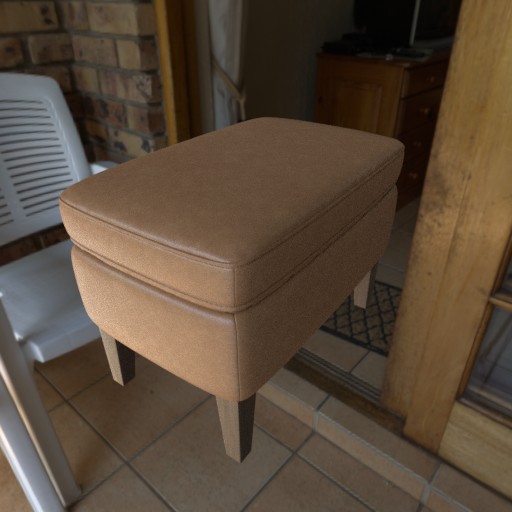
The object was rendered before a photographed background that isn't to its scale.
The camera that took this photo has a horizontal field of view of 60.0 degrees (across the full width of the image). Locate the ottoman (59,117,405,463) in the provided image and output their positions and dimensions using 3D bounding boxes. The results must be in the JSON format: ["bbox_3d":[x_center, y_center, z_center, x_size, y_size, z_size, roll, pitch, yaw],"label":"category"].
[{"bbox_3d":[0.000,0.000,0.983,0.420,0.480,0.670,20,36,30],"label":"ottoman"}]
